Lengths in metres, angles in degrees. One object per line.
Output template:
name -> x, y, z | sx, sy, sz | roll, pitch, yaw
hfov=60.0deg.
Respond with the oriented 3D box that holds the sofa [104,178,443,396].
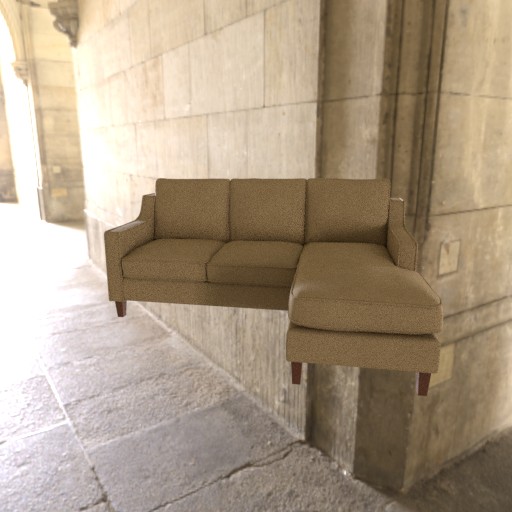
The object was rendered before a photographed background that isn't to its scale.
sofa -> 0.000, 0.000, 3.299 | 2.317, 1.066, 1.858 | 2, 14, 10
